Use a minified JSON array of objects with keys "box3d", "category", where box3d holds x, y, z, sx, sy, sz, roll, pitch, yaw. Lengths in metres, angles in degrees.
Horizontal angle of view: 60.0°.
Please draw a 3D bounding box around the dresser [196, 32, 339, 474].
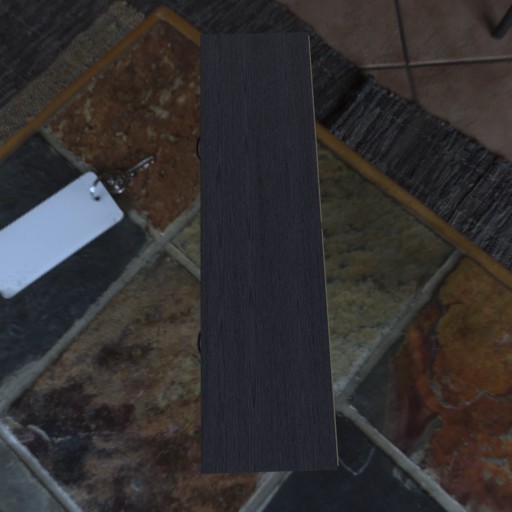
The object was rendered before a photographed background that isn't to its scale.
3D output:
[{"box3d":[0.000,0.000,1.700,0.401,0.755,1.360,-2,76,0],"category":"dresser"}]
